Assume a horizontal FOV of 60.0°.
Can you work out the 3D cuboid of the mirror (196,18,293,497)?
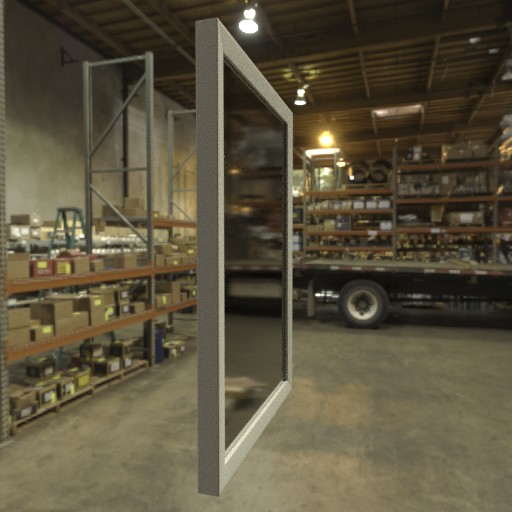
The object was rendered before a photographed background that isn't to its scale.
[{"bbox_3d":[0.000,0.000,0.904,0.040,0.710,0.507,1,2,17],"label":"mirror"}]
